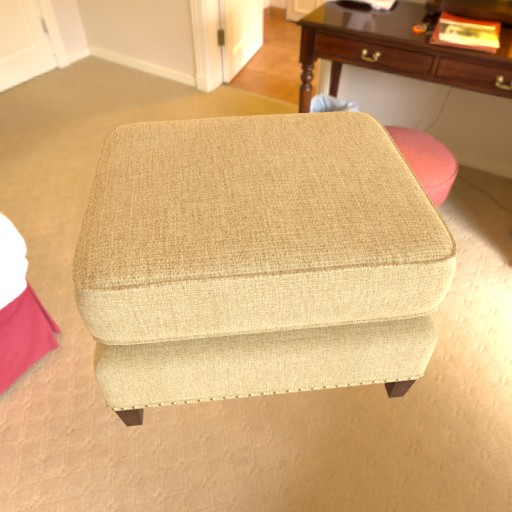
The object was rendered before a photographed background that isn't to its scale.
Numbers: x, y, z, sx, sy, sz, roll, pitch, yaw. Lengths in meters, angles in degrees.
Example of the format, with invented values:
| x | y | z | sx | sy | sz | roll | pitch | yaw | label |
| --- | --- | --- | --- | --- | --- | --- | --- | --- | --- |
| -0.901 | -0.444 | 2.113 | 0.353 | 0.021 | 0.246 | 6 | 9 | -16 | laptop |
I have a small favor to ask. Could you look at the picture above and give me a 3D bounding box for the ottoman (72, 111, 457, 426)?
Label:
| x | y | z | sx | sy | sz | roll | pitch | yaw | label |
| --- | --- | --- | --- | --- | --- | --- | --- | --- | --- |
| 0.000 | 0.000 | 1.101 | 0.738 | 0.537 | 0.589 | -5 | 45 | -5 | ottoman |
